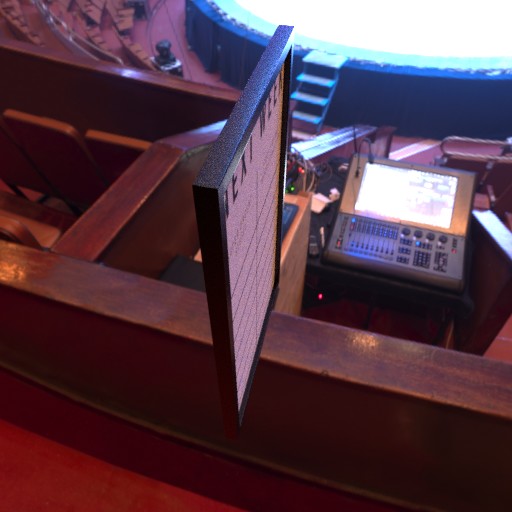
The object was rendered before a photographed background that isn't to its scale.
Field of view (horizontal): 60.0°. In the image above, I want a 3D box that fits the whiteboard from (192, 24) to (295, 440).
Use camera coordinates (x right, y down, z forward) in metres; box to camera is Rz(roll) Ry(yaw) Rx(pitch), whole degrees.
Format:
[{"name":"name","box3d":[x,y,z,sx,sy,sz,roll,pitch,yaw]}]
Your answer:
[{"name":"whiteboard","box3d":[0.000,0.000,0.763,0.026,0.611,0.406,10,48,9]}]
